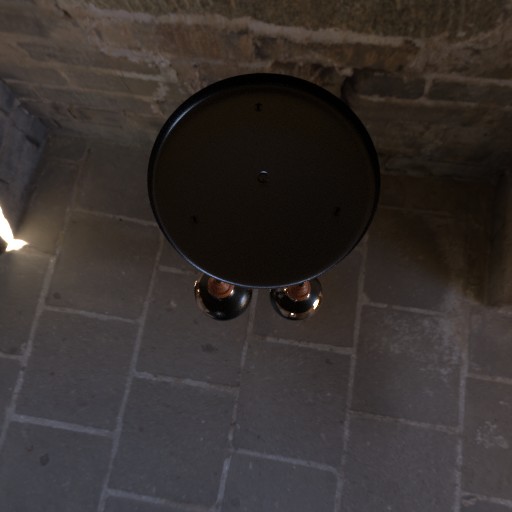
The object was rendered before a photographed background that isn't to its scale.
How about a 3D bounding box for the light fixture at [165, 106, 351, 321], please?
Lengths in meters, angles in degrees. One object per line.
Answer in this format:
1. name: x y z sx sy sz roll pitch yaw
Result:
1. light fixture: 0.000 0.000 1.735 0.605 1.410 0.608 -37 78 -9
